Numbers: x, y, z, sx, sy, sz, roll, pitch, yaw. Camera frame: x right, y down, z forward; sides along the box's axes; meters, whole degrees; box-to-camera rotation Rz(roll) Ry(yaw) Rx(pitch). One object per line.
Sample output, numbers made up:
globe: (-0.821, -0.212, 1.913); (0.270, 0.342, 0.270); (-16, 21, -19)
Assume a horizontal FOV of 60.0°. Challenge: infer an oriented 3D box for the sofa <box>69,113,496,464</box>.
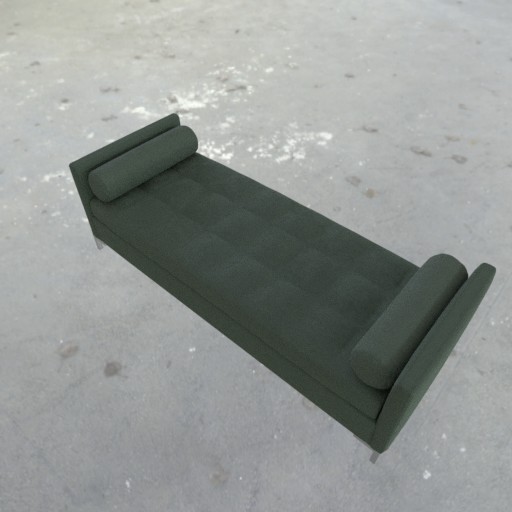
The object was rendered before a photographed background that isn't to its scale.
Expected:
sofa: (0.000, 0.000, 2.392); (2.102, 0.657, 0.797); (32, 54, 27)
